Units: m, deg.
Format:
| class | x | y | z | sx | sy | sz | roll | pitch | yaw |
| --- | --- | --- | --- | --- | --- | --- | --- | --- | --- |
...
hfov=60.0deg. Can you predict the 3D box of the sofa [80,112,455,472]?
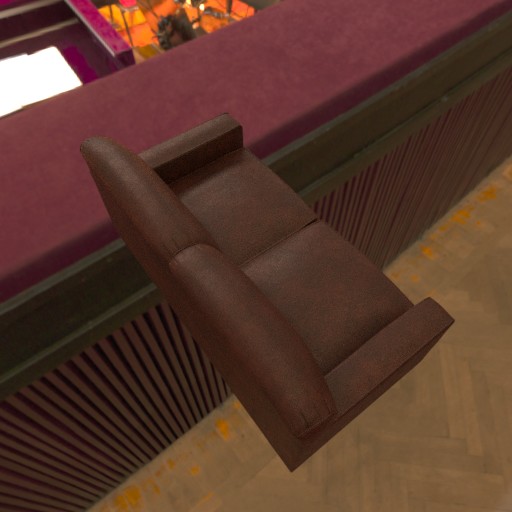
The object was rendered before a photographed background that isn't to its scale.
| class | x | y | z | sx | sy | sz | roll | pitch | yaw |
| --- | --- | --- | --- | --- | --- | --- | --- | --- | --- |
| sofa | 0.000 | 0.000 | 2.411 | 1.000 | 0.966 | 1.856 | -32 | 62 | -20 |
